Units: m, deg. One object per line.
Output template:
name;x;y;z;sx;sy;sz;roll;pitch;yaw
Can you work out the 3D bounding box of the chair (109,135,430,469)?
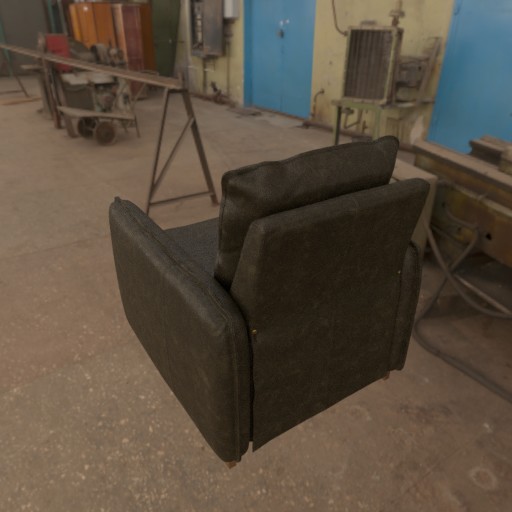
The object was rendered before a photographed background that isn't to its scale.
chair;0.000;0.000;1.593;0.830;0.921;0.921;-17;33;-29
